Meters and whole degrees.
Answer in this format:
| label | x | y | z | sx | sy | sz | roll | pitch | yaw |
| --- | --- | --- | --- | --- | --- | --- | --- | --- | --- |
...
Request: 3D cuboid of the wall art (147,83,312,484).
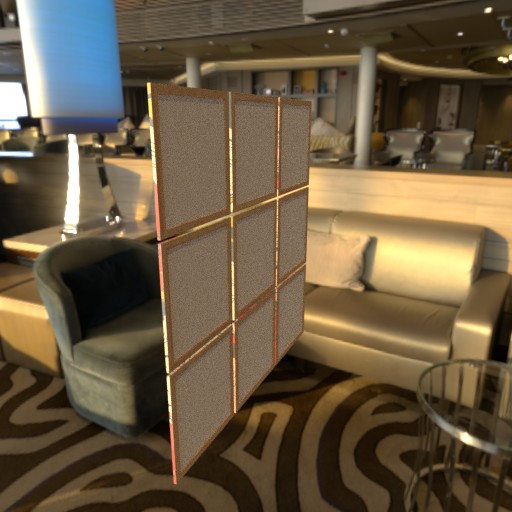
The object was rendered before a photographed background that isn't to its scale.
| label | x | y | z | sx | sy | sz | roll | pitch | yaw |
| --- | --- | --- | --- | --- | --- | --- | --- | --- | --- |
| wall art | 0.000 | 0.000 | 2.245 | 0.013 | 1.534 | 1.519 | 8 | 19 | 25 |
